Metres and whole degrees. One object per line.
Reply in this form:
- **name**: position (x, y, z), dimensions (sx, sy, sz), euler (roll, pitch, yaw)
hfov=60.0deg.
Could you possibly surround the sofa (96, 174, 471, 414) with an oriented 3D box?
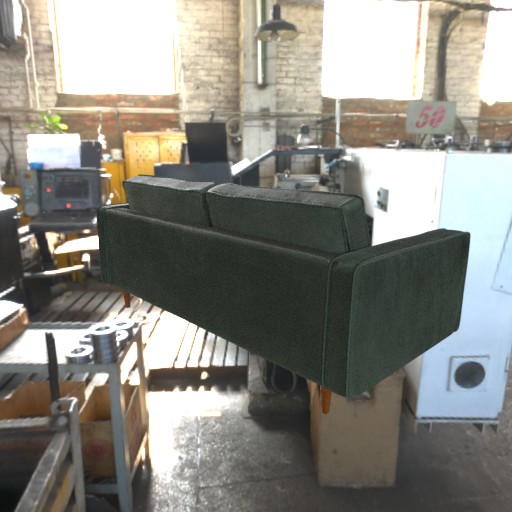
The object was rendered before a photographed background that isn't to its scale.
- **sofa**: position (0.000, 0.000, 2.278), dimensions (0.886, 0.781, 1.816), euler (-13, 19, -42)
